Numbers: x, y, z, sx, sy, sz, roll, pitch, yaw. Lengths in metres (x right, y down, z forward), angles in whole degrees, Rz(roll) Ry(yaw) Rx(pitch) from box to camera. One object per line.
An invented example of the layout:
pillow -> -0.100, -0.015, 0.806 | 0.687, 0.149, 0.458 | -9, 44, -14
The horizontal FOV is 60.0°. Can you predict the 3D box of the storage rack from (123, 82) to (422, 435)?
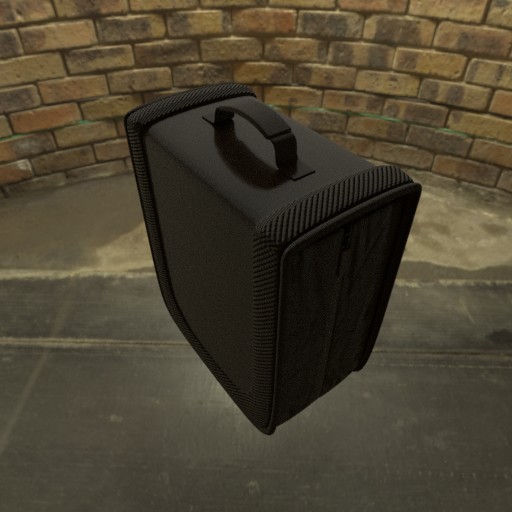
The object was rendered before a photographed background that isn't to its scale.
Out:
storage rack -> 0.000, 0.000, 0.555 | 0.168, 0.387, 0.297 | -26, 49, -26
